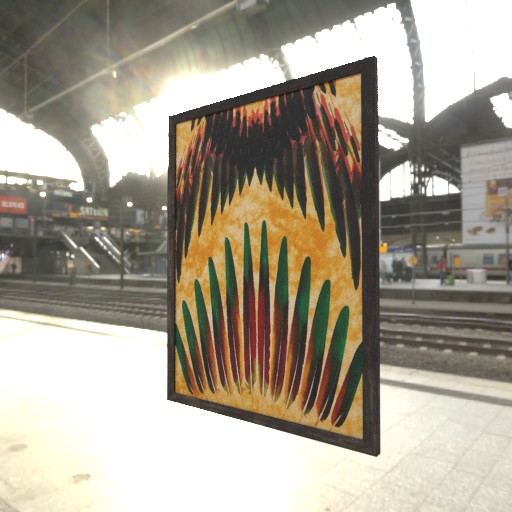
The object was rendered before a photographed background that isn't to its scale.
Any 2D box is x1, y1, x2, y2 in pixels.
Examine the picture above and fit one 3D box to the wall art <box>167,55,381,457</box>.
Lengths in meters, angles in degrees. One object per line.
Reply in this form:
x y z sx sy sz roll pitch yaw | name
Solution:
0.000 0.000 1.428 0.812 1.066 0.029 -1 -1 37 | wall art
